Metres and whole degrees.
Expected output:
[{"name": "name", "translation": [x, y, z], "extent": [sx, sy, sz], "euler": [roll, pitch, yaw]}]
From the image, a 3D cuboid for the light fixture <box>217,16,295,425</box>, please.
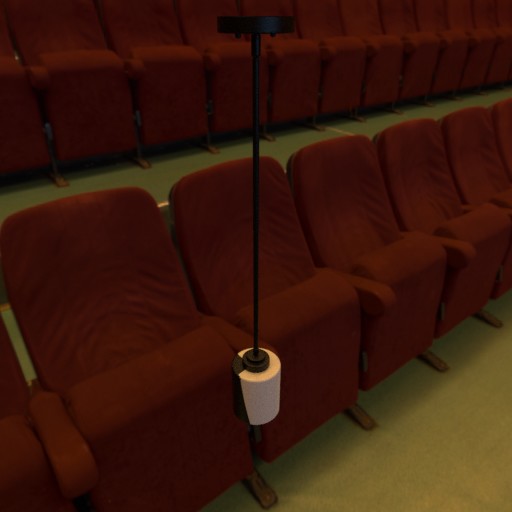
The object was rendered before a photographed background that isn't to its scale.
[{"name": "light fixture", "translation": [0.000, 0.000, 0.908], "extent": [0.123, 0.863, 0.123], "euler": [-21, 35, -33]}]
